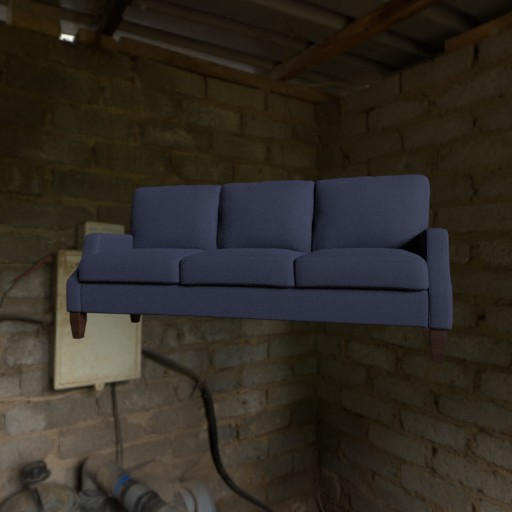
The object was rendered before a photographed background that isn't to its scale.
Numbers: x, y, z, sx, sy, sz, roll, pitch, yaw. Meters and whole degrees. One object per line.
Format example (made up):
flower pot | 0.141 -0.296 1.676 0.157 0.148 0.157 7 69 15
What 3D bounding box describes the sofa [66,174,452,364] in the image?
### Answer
sofa | 0.000 0.000 2.702 2.115 0.984 0.888 0 1 17
